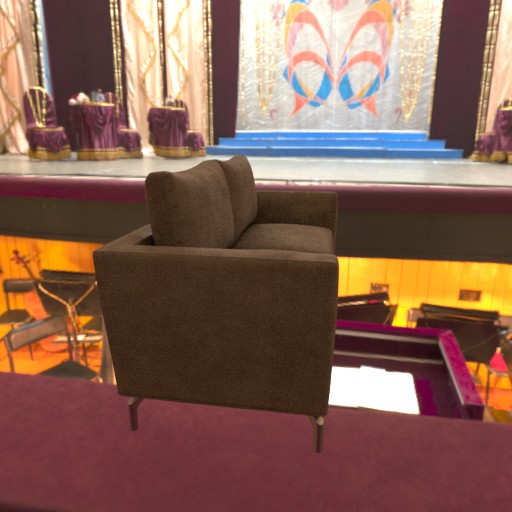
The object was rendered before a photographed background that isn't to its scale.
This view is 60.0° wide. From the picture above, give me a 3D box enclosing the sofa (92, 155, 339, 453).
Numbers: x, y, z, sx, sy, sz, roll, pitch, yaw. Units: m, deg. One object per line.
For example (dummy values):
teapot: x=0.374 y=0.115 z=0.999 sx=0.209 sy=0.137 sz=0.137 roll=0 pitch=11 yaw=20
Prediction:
sofa: x=0.000 y=0.000 z=2.386 sx=0.855 sy=1.013 sz=1.832 roll=3 pitch=15 yaw=10
